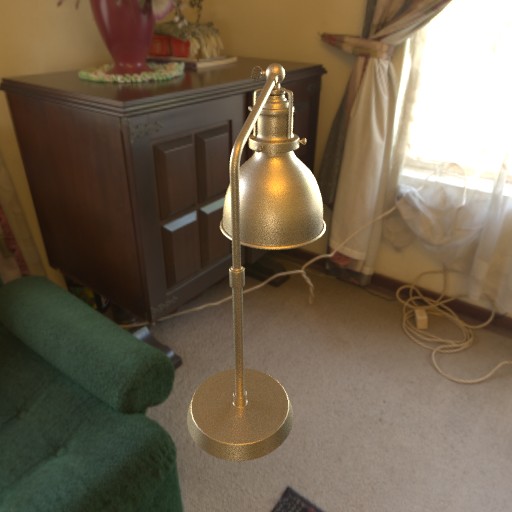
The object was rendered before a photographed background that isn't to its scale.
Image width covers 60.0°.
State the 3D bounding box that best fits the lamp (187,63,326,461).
[{"bbox_3d":[0.000,0.000,0.585,0.153,0.456,0.286,10,31,17],"label":"lamp"}]
